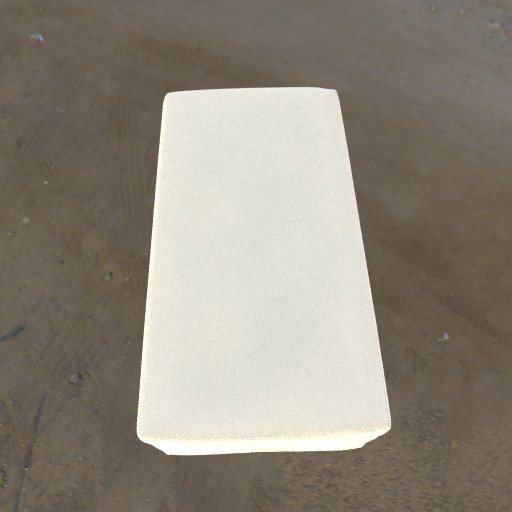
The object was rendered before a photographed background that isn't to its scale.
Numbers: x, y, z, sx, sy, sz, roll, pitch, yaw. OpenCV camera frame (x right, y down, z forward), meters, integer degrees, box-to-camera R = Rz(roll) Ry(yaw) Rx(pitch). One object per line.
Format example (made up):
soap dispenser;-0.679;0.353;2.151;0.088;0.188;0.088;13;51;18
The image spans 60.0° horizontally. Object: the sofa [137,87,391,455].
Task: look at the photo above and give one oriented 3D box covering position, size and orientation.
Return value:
sofa;0.000;0.000;2.080;0.939;0.552;1.677;-2;63;-1
